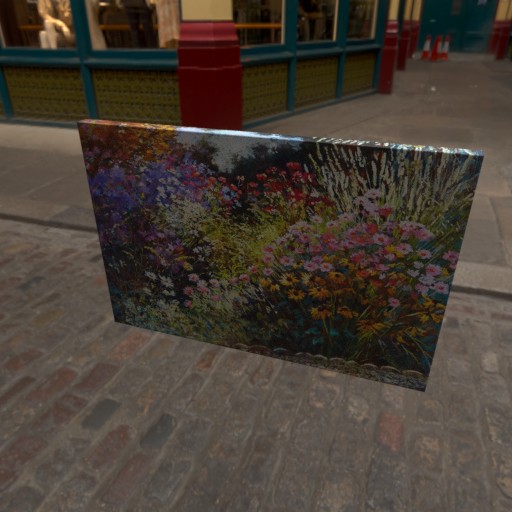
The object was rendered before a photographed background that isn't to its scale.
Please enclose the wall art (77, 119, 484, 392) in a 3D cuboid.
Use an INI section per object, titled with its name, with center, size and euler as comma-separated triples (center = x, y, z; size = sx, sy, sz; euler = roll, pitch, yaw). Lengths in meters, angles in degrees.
[wall art]
center = 0.000, 0.000, 1.112
size = 0.908, 0.604, 0.037
euler = 9, 30, 16
